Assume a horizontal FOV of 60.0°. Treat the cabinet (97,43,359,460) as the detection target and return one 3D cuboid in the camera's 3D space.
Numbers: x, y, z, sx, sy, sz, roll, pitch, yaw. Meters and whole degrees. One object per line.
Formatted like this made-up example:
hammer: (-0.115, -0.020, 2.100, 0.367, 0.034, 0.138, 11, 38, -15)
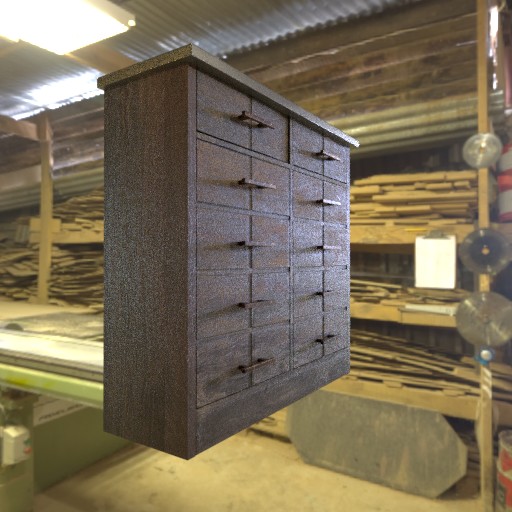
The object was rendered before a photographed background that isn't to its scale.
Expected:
cabinet: (0.000, 0.000, 1.449, 0.338, 0.919, 0.968, 0, -1, 34)
